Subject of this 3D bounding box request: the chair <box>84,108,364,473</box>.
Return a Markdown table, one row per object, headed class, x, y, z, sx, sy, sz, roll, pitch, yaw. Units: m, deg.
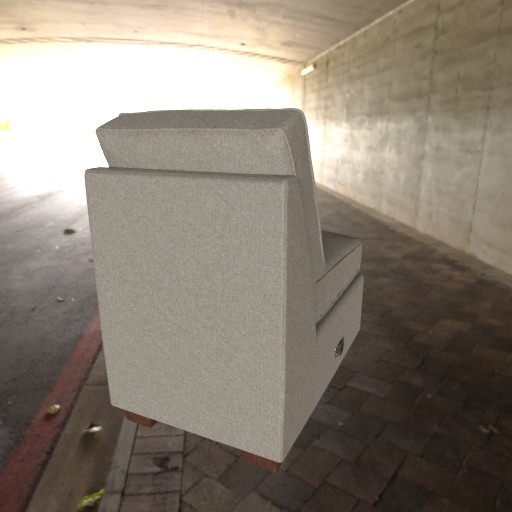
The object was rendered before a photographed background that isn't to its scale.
| class | x | y | z | sx | sy | sz | roll | pitch | yaw |
| --- | --- | --- | --- | --- | --- | --- | --- | --- | --- |
| chair | 0.000 | 0.000 | 1.719 | 0.674 | 1.058 | 1.020 | 8 | 18 | 25 |
